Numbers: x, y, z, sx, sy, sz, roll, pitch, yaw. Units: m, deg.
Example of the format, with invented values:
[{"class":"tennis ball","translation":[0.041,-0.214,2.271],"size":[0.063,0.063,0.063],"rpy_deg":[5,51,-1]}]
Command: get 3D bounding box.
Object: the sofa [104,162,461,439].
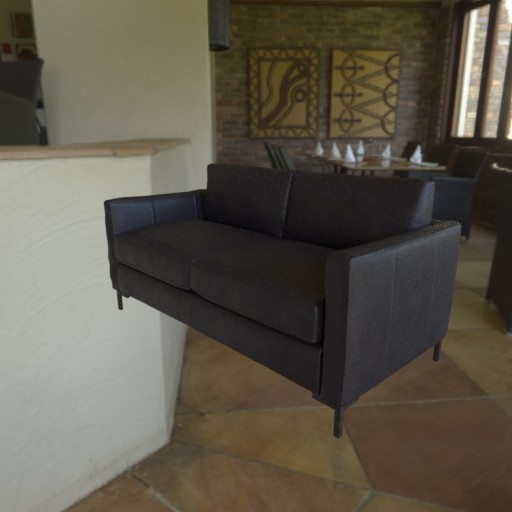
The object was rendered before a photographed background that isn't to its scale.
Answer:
[{"class":"sofa","translation":[0.000,0.000,2.353],"size":[1.805,0.883,0.947],"rpy_deg":[15,21,42]}]
